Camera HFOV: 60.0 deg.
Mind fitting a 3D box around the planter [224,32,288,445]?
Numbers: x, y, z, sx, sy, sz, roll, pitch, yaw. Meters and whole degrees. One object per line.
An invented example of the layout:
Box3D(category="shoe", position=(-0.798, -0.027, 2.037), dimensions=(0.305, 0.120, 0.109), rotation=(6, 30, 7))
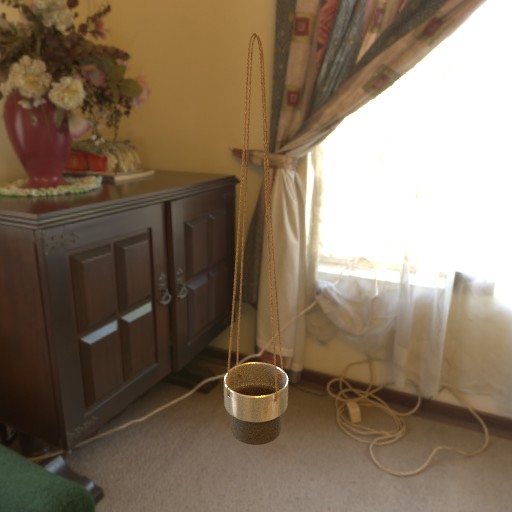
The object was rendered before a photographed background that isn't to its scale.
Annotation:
Box3D(category="planter", position=(0.000, 0.000, 1.179), dimensions=(0.187, 1.073, 0.187), rotation=(3, 16, 9))
